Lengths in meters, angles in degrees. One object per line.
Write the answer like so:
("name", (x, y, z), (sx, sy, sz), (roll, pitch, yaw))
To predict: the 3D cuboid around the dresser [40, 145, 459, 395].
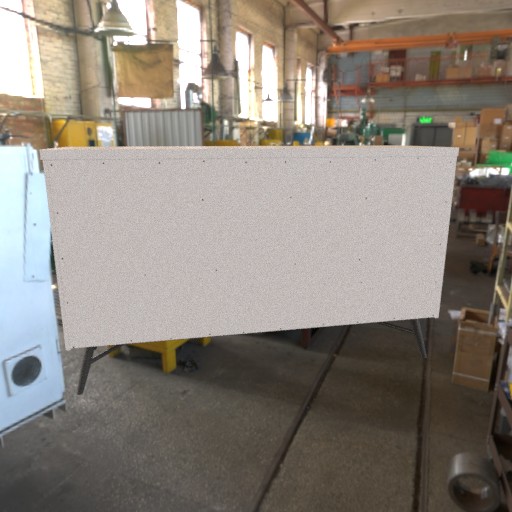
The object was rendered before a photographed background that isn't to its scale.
("dresser", (0.000, 0.000, 1.916), (1.524, 0.914, 0.457), (-3, 15, -11))
